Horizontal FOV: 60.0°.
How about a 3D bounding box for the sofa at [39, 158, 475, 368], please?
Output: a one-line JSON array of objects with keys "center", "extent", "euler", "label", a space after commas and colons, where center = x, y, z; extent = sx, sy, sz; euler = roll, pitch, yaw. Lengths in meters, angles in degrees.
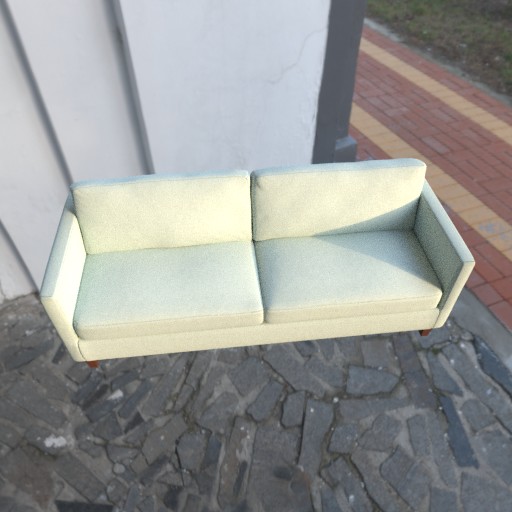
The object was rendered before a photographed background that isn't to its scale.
[{"center": [0.000, 0.000, 2.913], "extent": [2.434, 0.965, 0.948], "euler": [-4, 47, -4], "label": "sofa"}]
